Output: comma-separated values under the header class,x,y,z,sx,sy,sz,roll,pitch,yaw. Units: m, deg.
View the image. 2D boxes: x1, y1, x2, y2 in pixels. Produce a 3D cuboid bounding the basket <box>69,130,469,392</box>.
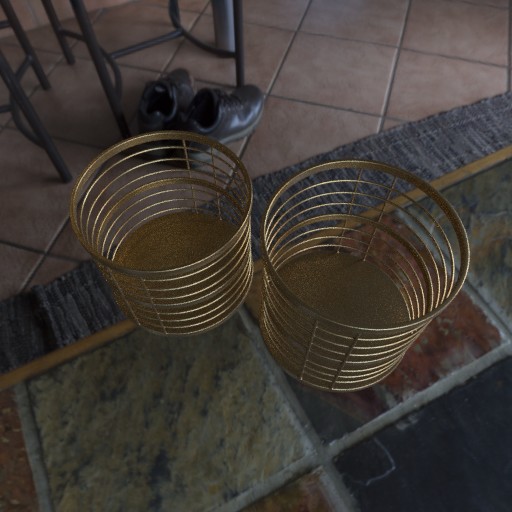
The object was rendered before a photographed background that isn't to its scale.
class,x,y,z,sx,sy,sz,roll,pitch,yaw
basket,0.000,0.000,0.945,0.746,0.351,0.356,16,59,10
